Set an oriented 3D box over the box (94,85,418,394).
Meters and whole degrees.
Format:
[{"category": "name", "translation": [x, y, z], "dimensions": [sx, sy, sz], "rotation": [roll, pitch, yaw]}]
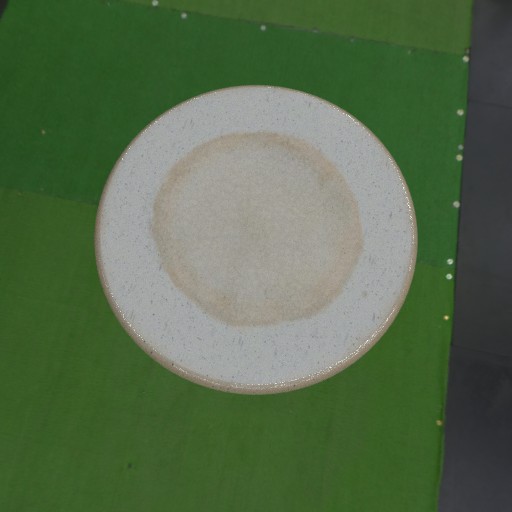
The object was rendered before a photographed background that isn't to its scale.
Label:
[{"category": "box", "translation": [0.000, 0.000, 0.266], "dimensions": [0.154, 0.123, 0.154], "rotation": [0, 75, 0]}]
